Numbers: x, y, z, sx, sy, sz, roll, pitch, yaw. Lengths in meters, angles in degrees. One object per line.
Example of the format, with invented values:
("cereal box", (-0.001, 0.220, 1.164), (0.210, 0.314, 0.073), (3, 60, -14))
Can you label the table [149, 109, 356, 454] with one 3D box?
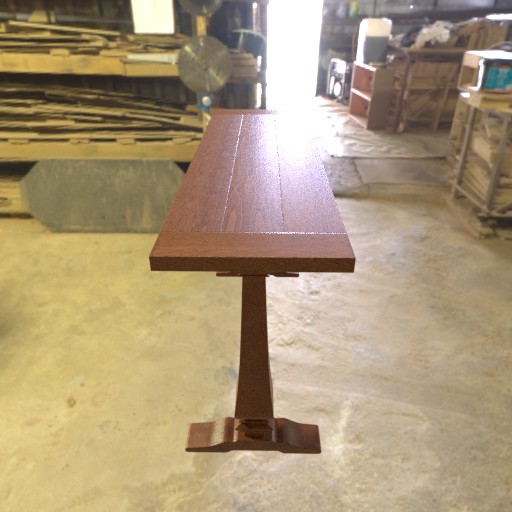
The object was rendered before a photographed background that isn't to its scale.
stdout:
("table", (0.000, 0.000, 1.810), (0.461, 0.852, 1.478), (0, 30, 1))
